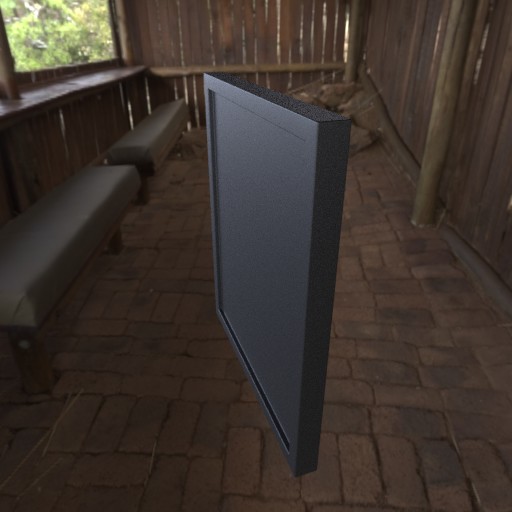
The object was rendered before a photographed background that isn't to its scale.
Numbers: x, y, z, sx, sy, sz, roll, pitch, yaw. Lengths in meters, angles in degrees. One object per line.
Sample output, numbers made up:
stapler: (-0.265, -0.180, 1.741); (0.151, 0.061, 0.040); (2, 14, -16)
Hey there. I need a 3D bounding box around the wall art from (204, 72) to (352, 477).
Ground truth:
wall art: (0.000, 0.000, 0.535); (0.028, 0.381, 0.328); (-10, 30, -17)
